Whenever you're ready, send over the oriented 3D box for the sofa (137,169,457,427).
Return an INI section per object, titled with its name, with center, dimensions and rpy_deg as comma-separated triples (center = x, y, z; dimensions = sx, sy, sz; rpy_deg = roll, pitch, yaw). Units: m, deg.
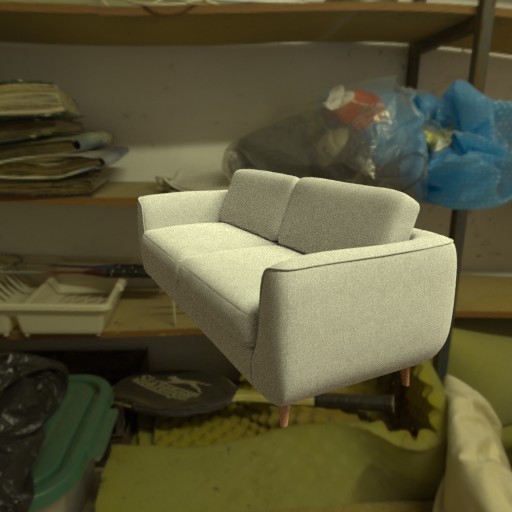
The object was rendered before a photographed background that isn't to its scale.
[sofa]
center = 0.000, 0.000, 2.427
dimensions = 0.920, 0.850, 2.000
rpy_deg = -7, 17, -26
